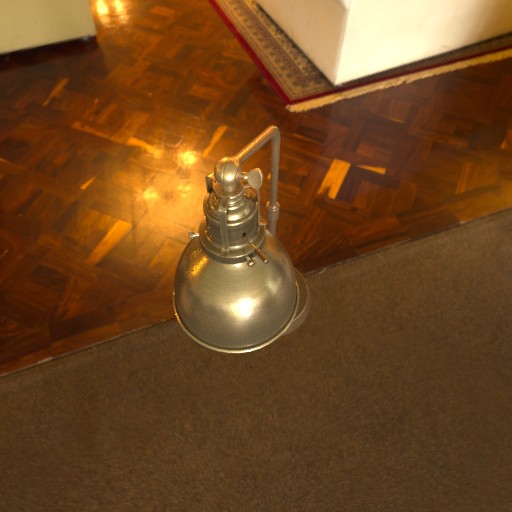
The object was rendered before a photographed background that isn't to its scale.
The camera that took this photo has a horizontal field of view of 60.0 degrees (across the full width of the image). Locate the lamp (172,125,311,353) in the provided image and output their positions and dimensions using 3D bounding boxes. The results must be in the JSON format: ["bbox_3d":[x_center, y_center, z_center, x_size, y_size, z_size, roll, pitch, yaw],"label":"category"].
[{"bbox_3d":[0.000,0.000,0.575,0.153,0.456,0.286,16,58,11],"label":"lamp"}]
